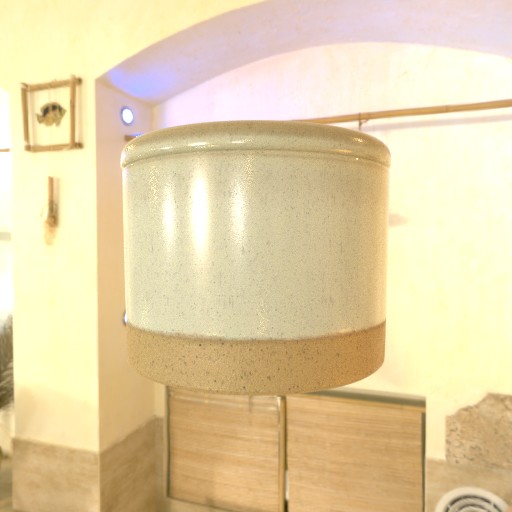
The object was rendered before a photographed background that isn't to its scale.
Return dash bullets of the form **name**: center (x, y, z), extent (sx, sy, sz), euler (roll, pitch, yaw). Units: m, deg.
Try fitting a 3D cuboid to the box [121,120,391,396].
- **box**: center (0.000, 0.000, 0.265), extent (0.154, 0.123, 0.154), euler (0, 2, 0)
